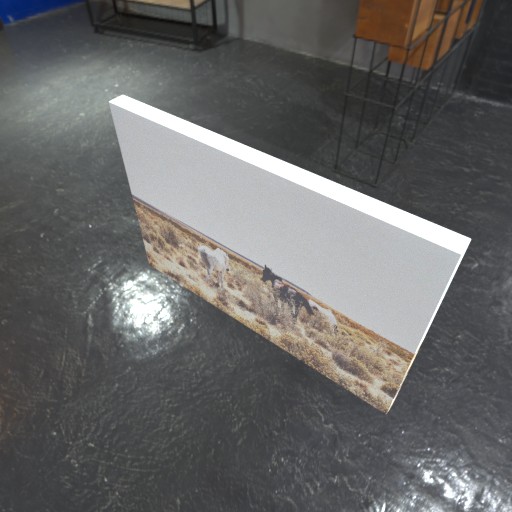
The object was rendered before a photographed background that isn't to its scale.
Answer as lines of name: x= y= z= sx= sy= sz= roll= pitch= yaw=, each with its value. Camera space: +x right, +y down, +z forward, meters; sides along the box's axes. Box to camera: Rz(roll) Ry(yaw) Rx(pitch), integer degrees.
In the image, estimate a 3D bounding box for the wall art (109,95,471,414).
wall art: x=0.000 y=0.000 z=1.176 sx=0.914 sy=0.610 sz=0.050 roll=28 pitch=52 yaw=25
